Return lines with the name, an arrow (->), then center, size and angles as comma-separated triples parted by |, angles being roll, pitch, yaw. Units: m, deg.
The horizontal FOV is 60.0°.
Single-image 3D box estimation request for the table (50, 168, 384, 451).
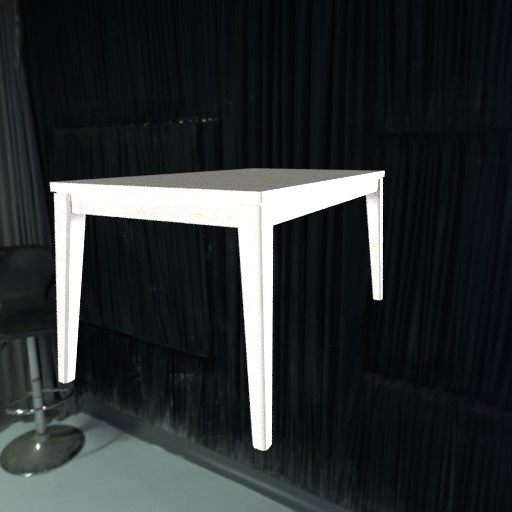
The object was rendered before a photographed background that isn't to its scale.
table -> 0.000, 0.000, 2.117 | 0.900, 0.760, 1.600 | 7, 15, 27
